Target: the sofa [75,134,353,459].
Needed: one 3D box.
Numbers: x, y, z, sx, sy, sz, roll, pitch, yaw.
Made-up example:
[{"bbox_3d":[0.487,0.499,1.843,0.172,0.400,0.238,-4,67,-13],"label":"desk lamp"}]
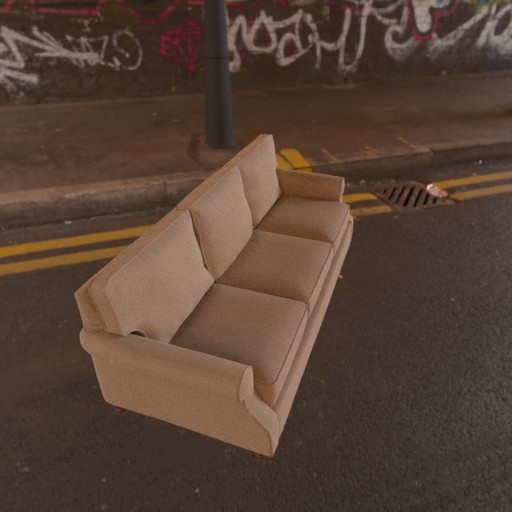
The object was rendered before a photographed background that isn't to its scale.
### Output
[{"bbox_3d":[0.000,0.000,2.862,0.966,0.948,2.354,11,34,17],"label":"sofa"}]
